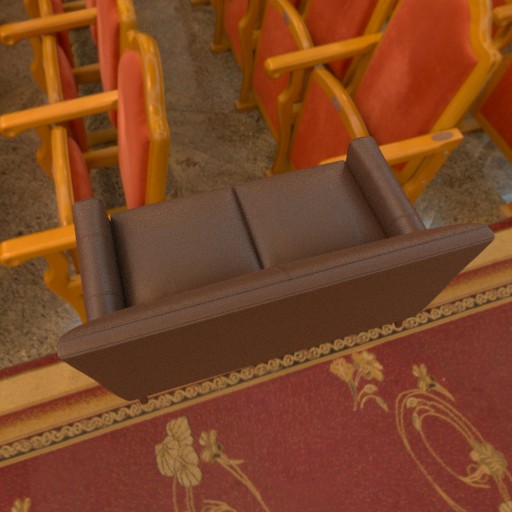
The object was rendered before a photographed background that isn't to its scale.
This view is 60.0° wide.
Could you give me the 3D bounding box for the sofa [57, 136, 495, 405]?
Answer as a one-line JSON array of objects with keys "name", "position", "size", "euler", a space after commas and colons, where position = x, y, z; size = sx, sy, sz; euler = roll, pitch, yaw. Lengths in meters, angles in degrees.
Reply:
[{"name": "sofa", "position": [0.000, 0.000, 1.978], "size": [1.468, 0.859, 0.853], "euler": [-15, 59, -9]}]
